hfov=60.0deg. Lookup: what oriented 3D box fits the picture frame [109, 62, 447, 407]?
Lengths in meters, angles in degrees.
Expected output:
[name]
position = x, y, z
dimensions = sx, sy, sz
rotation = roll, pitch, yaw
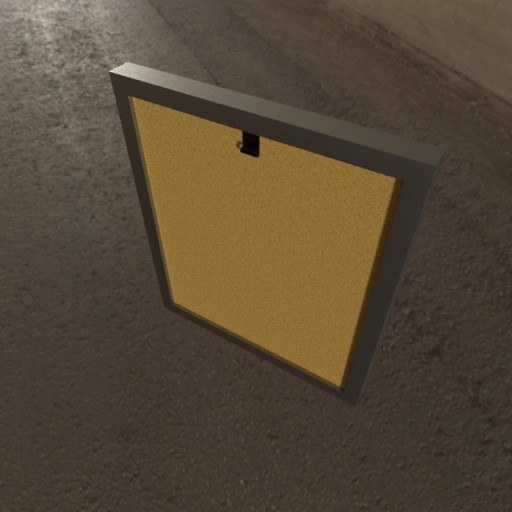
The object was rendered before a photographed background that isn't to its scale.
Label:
[picture frame]
position = 0.000, 0.000, 1.349
dimensions = 0.839, 0.968, 0.073
rotation = 23, 49, 21
